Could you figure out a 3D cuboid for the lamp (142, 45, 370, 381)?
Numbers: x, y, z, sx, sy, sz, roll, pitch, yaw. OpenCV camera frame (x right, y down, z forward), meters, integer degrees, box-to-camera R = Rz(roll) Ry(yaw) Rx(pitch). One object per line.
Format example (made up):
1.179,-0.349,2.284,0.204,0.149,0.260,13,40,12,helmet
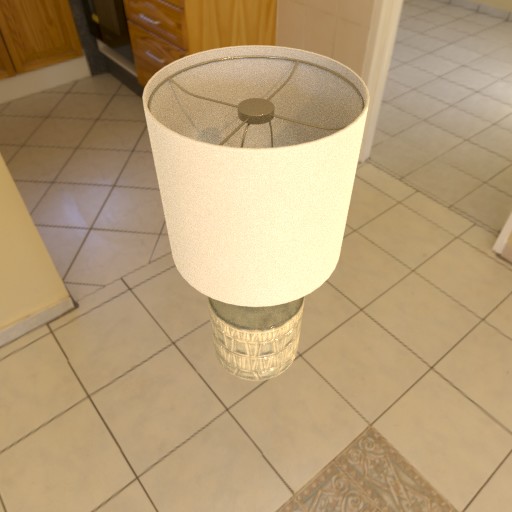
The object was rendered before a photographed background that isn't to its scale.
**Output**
0.000,0.000,0.581,0.211,0.455,0.211,32,54,27,lamp
